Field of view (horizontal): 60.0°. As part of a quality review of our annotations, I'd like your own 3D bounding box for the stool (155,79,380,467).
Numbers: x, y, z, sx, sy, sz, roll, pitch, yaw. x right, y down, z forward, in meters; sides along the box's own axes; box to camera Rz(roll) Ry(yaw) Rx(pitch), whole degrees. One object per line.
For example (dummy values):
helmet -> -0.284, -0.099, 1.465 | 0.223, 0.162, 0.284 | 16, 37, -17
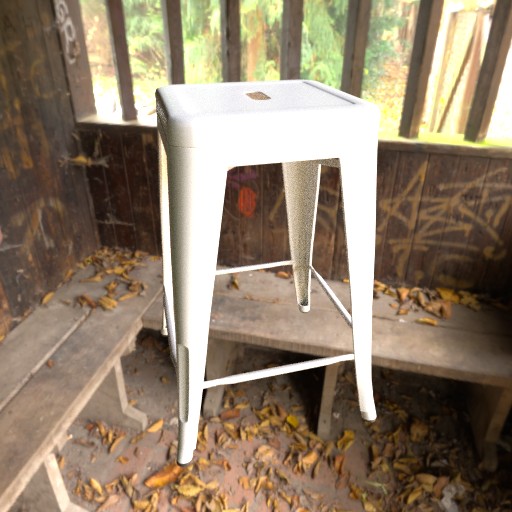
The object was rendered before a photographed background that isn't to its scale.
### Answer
stool -> 0.000, 0.000, 0.875 | 0.406, 0.610, 0.406 | -7, 30, -13
